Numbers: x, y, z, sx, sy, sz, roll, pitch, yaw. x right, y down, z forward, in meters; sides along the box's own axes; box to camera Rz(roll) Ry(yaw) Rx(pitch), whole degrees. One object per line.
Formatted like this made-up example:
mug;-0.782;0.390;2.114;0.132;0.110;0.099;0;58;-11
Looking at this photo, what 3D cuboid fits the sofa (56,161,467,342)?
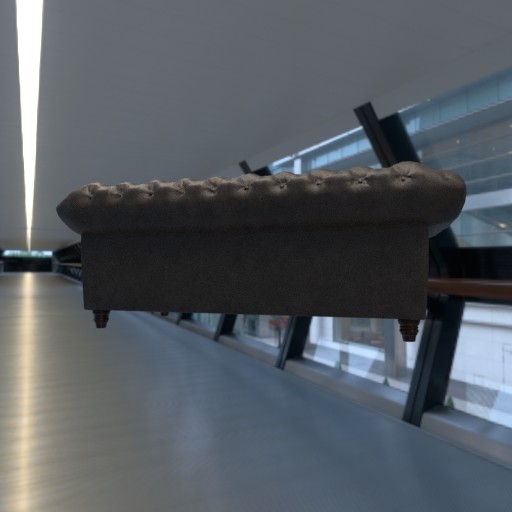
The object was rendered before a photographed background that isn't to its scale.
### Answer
sofa;0.000;0.000;2.456;2.048;0.779;0.944;-1;-2;17
